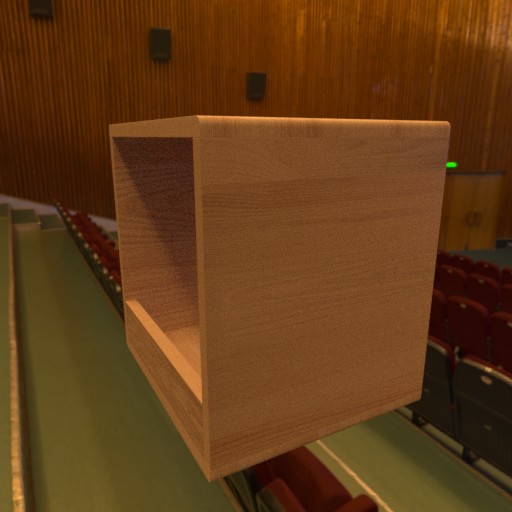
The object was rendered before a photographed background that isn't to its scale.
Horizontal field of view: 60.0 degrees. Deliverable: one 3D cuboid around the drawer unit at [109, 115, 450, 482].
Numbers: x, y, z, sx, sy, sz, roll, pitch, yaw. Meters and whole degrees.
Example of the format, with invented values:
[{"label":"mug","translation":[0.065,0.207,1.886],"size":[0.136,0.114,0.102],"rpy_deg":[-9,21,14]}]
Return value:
[{"label":"drawer unit","translation":[0.000,0.000,0.599],"size":[0.290,0.344,0.344],"rpy_deg":[-8,17,-28]}]
